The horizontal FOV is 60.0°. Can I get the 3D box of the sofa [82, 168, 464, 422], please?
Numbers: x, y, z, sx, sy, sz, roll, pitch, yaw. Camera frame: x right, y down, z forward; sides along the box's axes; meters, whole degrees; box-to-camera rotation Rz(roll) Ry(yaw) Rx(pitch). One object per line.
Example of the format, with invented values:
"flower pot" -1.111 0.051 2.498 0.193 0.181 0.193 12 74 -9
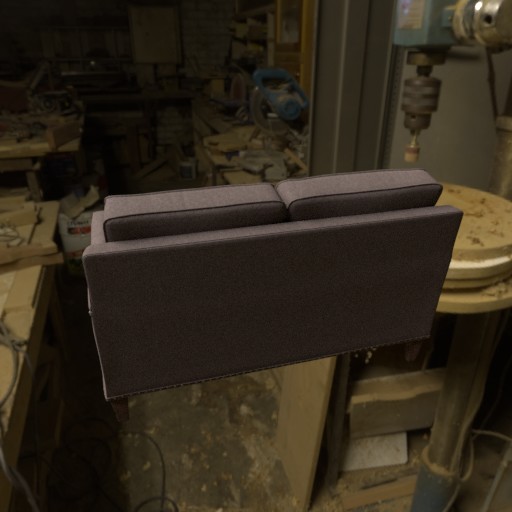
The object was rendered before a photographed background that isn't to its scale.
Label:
"sofa" 0.000 0.000 2.258 1.597 1.003 1.084 -7 27 -14
